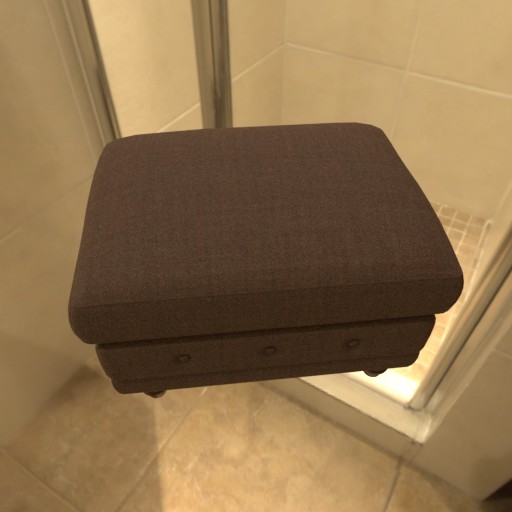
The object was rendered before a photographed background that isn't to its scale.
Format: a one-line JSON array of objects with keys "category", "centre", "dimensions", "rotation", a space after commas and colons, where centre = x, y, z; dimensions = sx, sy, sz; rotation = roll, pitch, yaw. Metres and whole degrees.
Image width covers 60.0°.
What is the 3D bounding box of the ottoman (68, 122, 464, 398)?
[{"category": "ottoman", "centre": [0.000, 0.000, 1.193], "dimensions": [0.809, 0.555, 0.599], "rotation": [-4, 46, -4]}]
